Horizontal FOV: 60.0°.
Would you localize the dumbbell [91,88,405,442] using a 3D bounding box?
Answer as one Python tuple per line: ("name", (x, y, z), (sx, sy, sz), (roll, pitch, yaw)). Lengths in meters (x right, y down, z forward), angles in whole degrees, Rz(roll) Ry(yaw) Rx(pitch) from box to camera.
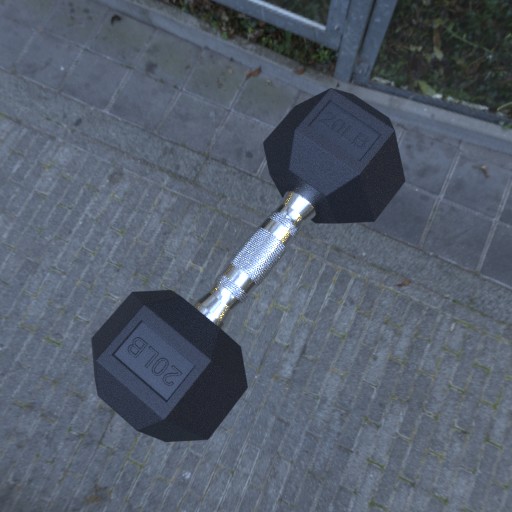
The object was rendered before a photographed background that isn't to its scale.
("dumbbell", (0.000, 0.000, 0.324), (0.106, 0.092, 0.272), (37, 78, 9))
